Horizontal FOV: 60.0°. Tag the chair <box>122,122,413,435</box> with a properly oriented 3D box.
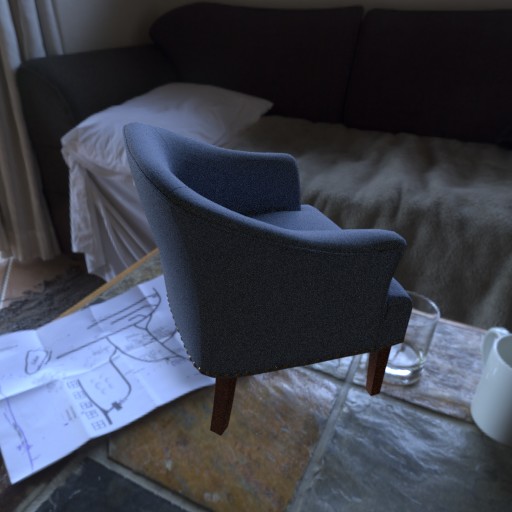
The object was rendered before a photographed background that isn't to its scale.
[{"bbox_3d":[0.000,0.000,1.412,0.704,0.815,0.798,-9,31,-16],"label":"chair"}]
